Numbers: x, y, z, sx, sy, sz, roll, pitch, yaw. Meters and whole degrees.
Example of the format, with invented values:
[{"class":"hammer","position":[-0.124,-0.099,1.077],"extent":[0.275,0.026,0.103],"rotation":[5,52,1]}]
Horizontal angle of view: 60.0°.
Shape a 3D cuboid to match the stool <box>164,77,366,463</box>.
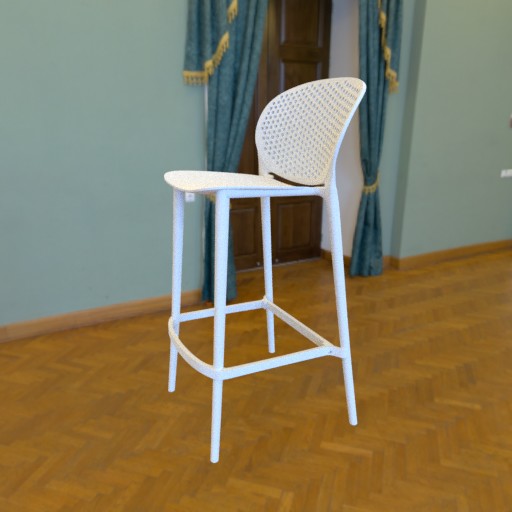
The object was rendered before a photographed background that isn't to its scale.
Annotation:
[{"class":"stool","position":[0.000,0.000,1.376],"extent":[0.535,1.045,0.536],"rotation":[-9,20,-27]}]
